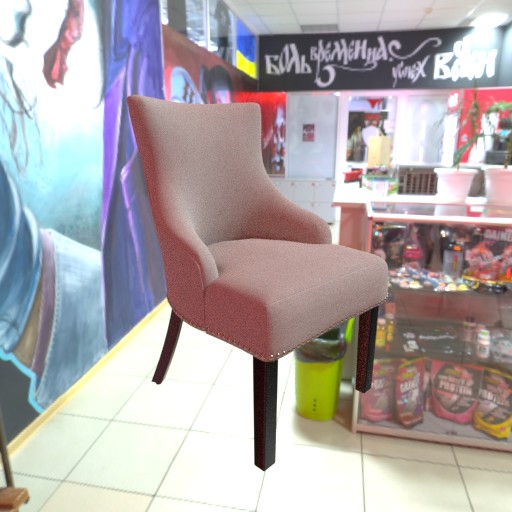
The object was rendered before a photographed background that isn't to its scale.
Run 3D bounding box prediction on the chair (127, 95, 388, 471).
[{"bbox_3d":[0.000,0.000,1.326,0.629,0.909,0.566,14,21,42],"label":"chair"}]
